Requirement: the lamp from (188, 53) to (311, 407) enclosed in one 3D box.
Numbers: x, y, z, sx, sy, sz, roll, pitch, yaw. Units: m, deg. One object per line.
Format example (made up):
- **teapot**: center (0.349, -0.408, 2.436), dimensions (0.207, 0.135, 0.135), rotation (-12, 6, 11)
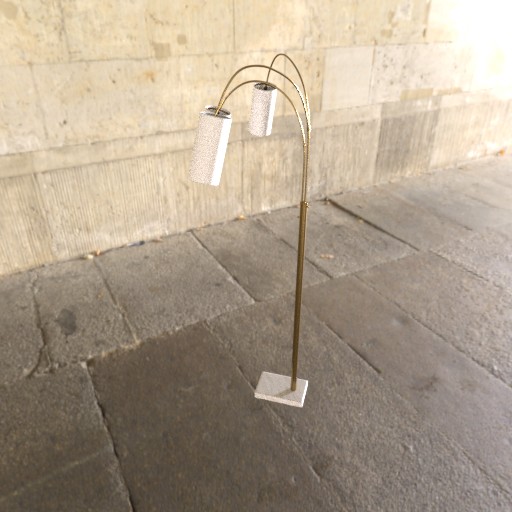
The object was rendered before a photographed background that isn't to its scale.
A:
- **lamp**: center (0.000, 0.000, 2.511), dimensions (0.667, 2.055, 1.020), rotation (8, 30, 14)
